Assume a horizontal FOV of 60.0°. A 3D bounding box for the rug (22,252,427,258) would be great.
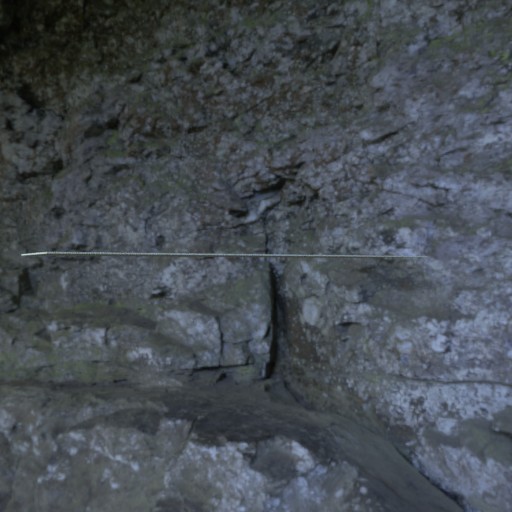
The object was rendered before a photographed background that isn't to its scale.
[{"bbox_3d":[0.000,0.000,2.677,2.437,0.006,0.686,1,-1,-35],"label":"rug"}]
